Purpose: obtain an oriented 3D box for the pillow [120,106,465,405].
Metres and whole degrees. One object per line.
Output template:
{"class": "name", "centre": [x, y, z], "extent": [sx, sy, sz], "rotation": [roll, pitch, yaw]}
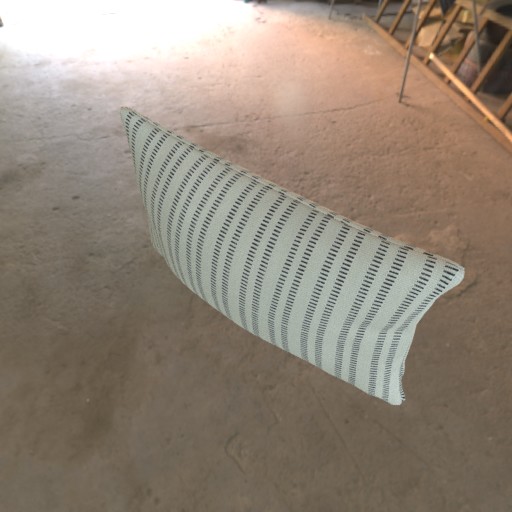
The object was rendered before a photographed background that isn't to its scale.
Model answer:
{"class": "pillow", "centre": [0.000, 0.000, 0.781], "extent": [0.640, 0.353, 0.210], "rotation": [30, 54, 26]}
